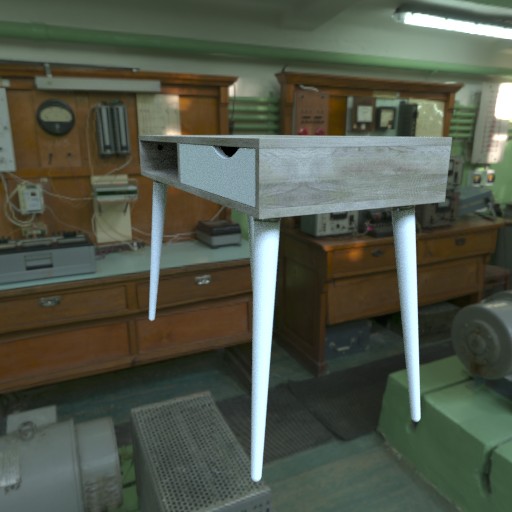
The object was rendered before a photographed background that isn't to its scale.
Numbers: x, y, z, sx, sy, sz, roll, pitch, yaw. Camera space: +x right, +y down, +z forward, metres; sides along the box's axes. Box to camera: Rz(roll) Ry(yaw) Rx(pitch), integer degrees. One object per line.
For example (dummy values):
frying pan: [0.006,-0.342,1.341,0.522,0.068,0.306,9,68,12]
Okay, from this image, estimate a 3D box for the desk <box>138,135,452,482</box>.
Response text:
desk: [0.000,0.000,1.384,0.491,0.723,0.979,-8,17,-25]
